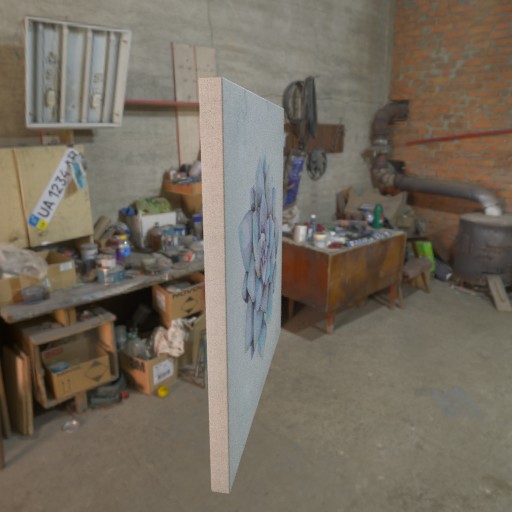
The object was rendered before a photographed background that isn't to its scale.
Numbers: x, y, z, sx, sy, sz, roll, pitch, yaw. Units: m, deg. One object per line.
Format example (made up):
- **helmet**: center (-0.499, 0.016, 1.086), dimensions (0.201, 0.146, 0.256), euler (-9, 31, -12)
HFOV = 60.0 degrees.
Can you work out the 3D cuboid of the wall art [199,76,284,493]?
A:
- **wall art**: center (0.000, 0.000, 1.133), dimensions (0.038, 0.762, 0.762), euler (3, 15, 10)
